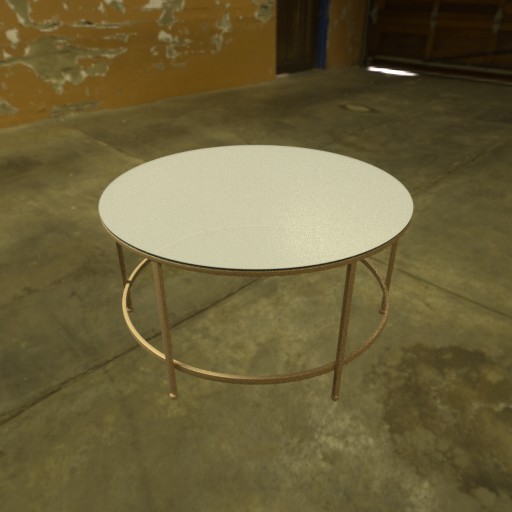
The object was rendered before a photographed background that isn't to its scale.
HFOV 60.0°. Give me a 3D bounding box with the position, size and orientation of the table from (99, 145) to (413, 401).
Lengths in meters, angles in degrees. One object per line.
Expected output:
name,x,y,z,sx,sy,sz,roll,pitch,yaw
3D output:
table,0.000,0.000,1.457,0.914,0.470,0.914,0,30,0
